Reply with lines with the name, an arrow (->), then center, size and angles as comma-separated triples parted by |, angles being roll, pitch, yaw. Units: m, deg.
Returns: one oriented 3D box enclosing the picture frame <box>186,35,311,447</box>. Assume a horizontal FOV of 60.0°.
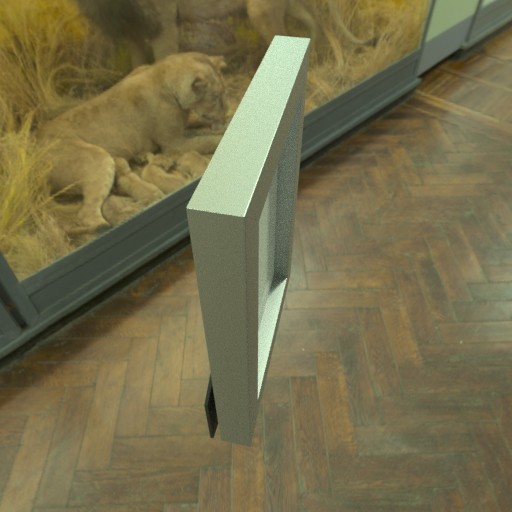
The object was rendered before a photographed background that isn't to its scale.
picture frame -> 0.000, 0.000, 0.279 | 0.028, 0.208, 0.157 | 9, 47, 9
